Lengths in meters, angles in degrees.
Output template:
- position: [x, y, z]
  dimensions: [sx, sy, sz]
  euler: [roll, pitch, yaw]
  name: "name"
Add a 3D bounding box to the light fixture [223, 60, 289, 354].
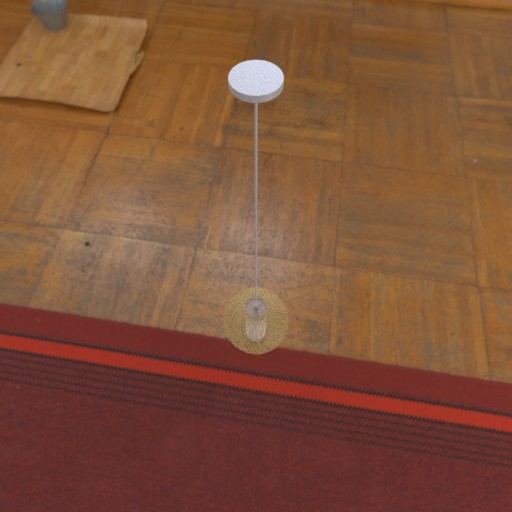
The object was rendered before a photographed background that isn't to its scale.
- position: [0.000, 0.000, 2.093]
  dimensions: [0.406, 1.955, 0.407]
  euler: [-32, 64, -18]
  name: "light fixture"
